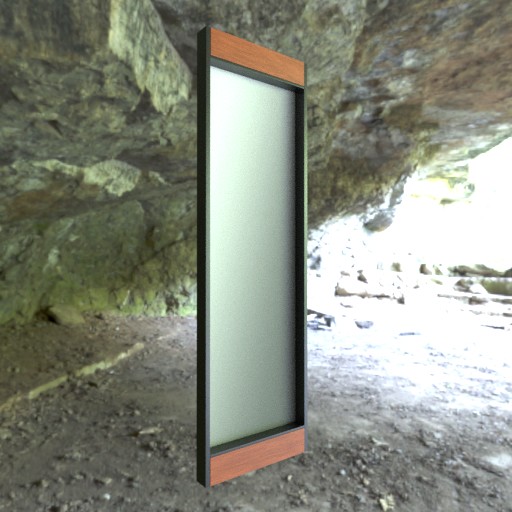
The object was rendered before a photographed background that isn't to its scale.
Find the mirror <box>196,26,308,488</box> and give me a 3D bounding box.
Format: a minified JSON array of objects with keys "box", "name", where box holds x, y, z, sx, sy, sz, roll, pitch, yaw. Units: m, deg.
[{"box":[0.000,0.000,1.198,0.343,1.123,0.047,0,-1,-38],"name":"mirror"}]
